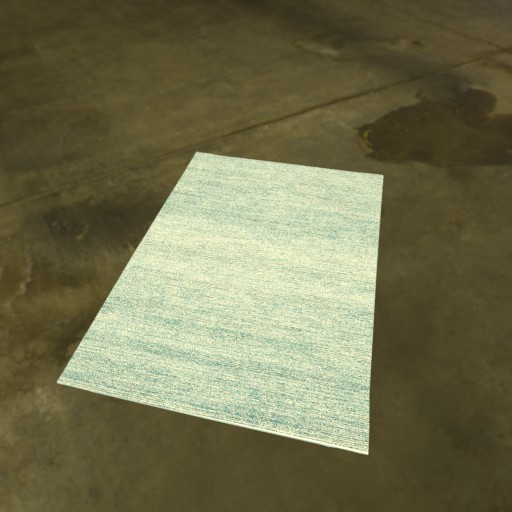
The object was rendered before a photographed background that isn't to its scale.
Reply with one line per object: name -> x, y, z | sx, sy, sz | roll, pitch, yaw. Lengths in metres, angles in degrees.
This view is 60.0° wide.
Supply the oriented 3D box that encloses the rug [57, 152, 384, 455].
rug -> 0.000, 0.000, 2.974 | 1.613, 0.030, 2.306 | 10, 46, 9
